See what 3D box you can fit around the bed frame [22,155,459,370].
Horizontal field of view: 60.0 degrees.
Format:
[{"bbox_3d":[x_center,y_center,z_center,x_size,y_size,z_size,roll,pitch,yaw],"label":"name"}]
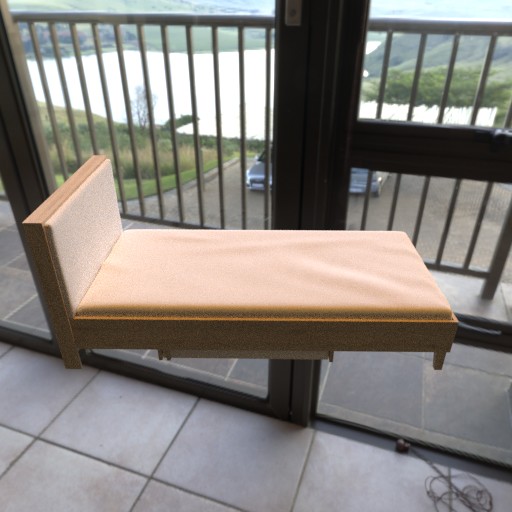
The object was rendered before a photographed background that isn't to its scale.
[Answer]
[{"bbox_3d":[0.000,0.000,2.686,2.140,0.920,0.990,0,31,1],"label":"bed frame"}]
